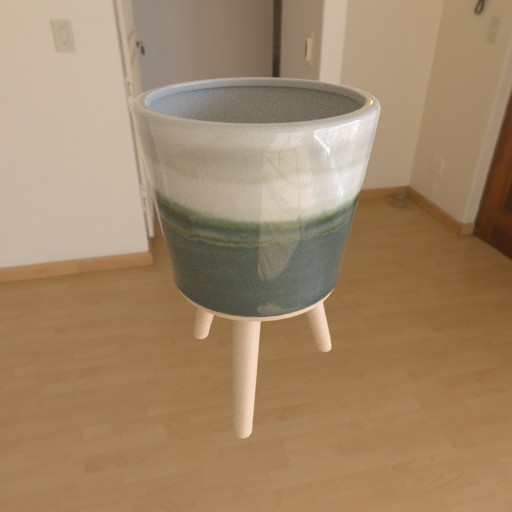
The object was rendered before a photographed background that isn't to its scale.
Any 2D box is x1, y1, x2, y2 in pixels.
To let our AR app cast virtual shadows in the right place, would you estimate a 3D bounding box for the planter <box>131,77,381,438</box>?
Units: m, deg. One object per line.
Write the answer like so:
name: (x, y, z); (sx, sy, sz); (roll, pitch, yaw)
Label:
planter: (0.000, 0.000, 0.479); (0.217, 0.331, 0.217); (-22, 37, -32)
